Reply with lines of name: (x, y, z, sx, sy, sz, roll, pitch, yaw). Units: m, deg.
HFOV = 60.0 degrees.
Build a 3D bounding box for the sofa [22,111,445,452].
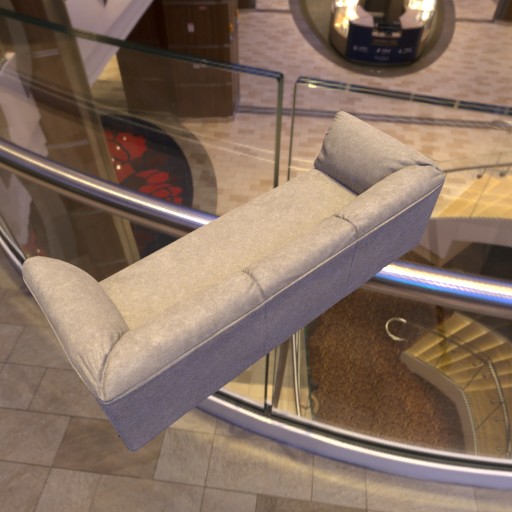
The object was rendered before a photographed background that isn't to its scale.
sofa: (0.000, 0.000, 2.584, 2.238, 0.758, 0.899, -31, 55, -25)
